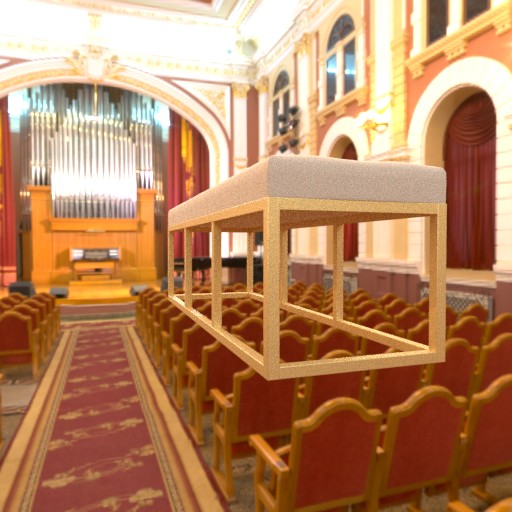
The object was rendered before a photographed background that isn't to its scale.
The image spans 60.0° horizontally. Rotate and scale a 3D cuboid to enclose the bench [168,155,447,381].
[{"bbox_3d":[0.000,0.000,1.680,0.457,0.484,1.473,0,1,-19],"label":"bench"}]
